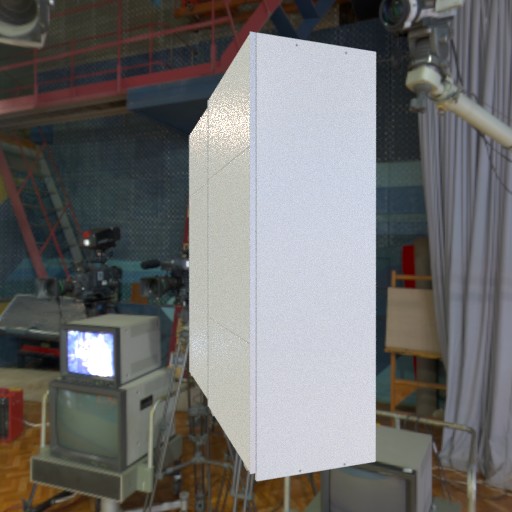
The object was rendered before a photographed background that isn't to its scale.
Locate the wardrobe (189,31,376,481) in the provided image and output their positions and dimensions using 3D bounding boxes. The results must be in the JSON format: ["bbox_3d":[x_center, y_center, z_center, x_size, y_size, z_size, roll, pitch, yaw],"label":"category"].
[{"bbox_3d":[0.000,0.000,2.864,0.629,1.960,1.780,0,0,-18],"label":"wardrobe"}]
